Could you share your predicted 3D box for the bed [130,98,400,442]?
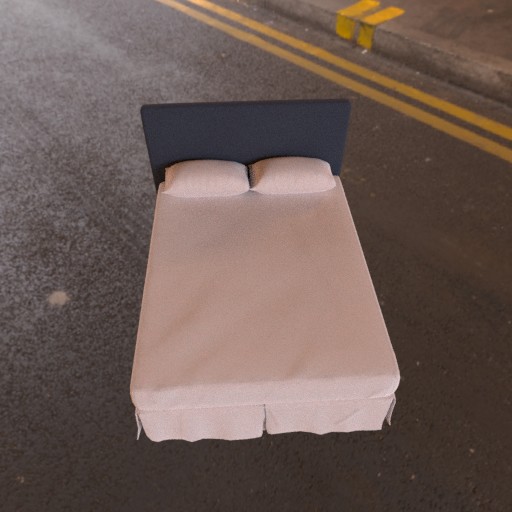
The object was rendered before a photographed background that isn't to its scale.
[{"bbox_3d":[0.000,0.000,3.229,1.713,1.330,2.162,-3,47,-2],"label":"bed"}]
